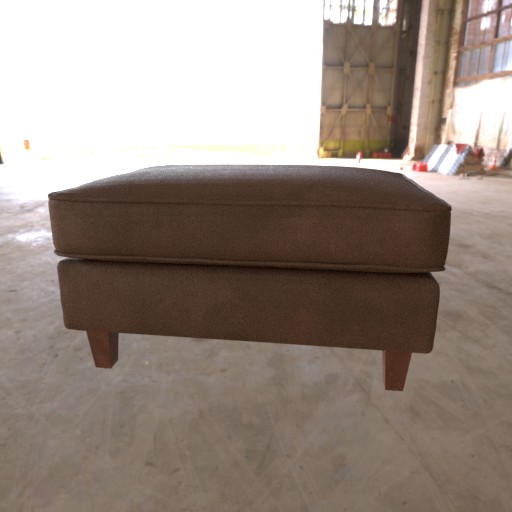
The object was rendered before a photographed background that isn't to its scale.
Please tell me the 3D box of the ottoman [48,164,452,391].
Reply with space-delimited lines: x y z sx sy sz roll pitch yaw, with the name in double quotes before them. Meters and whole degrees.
"ottoman" 0.000 0.000 1.213 0.860 0.481 0.596 2 17 8
